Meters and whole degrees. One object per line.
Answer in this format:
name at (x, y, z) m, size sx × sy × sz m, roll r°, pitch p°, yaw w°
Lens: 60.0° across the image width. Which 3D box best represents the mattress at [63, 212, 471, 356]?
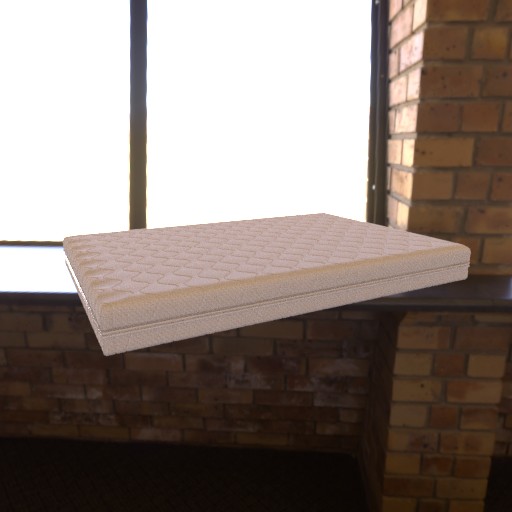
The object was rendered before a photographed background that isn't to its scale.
mattress at (0.000, 0.000, 2.637) m, size 2.000 × 0.200 × 1.400 m, roll -8°, pitch 17°, yaw -27°
